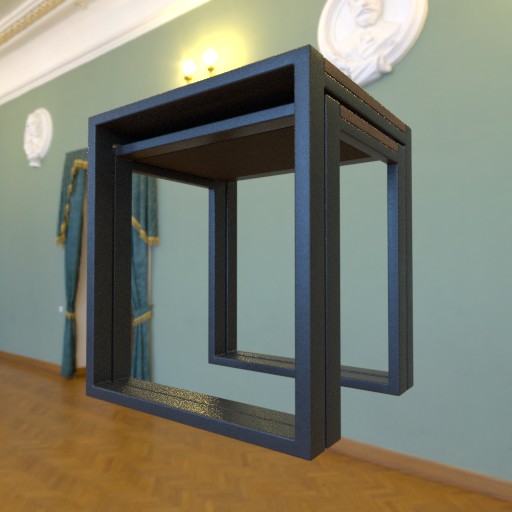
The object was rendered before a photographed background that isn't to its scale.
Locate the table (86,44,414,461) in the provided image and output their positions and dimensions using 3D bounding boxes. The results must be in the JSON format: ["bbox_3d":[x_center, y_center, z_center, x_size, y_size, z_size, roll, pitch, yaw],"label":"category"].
[{"bbox_3d":[0.000,0.000,0.908,0.500,0.550,0.449,-1,-2,36],"label":"table"}]
